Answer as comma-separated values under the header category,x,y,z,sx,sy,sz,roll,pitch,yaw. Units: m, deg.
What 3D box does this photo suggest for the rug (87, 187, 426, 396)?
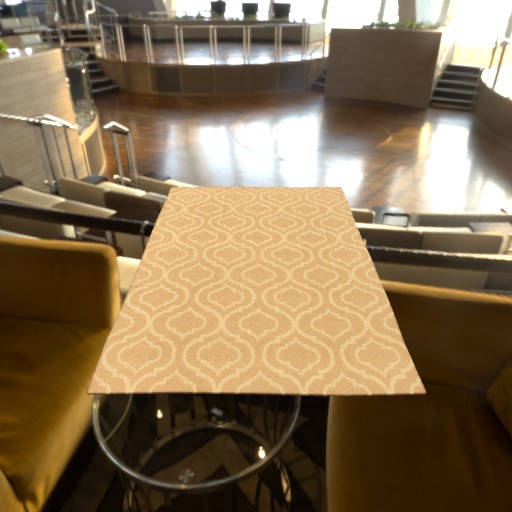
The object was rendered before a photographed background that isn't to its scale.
category,x,y,z,sx,sy,sz,roll,pitch,yaw
rug,0.000,0.000,2.225,1.152,0.013,1.761,0,32,0
